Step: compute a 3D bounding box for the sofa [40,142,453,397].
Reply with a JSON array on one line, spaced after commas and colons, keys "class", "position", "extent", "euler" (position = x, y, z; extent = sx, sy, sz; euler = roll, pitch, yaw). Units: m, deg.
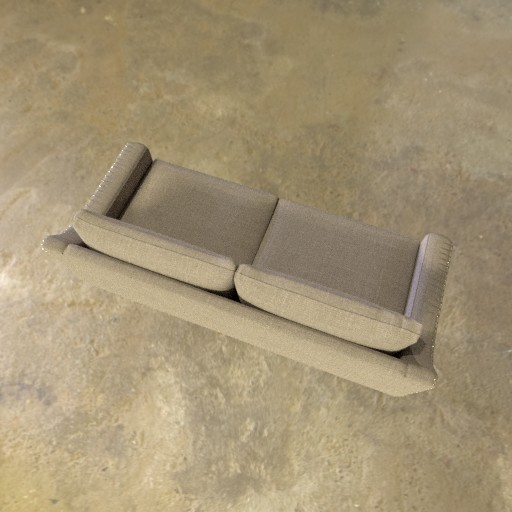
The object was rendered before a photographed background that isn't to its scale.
[{"class": "sofa", "position": [0.000, 0.000, 2.745], "extent": [2.208, 0.857, 1.000], "euler": [18, 64, 9]}]
